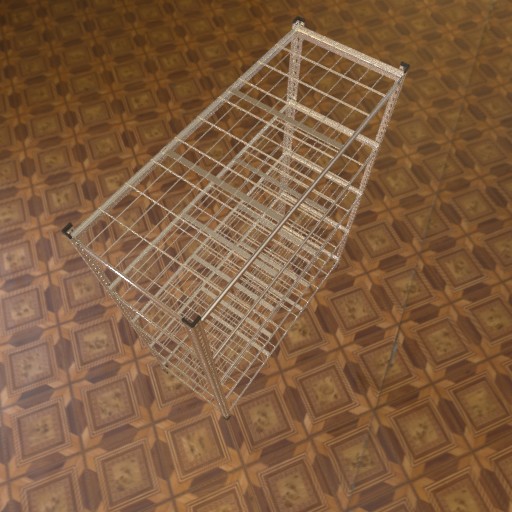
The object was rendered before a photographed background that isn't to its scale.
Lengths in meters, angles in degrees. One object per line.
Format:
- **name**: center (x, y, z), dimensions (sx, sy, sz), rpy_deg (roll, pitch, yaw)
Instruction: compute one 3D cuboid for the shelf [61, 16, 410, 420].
- **shelf**: center (0.000, 0.000, 2.649), dimensions (0.610, 1.981, 1.524), rpy_deg (33, 66, 16)
